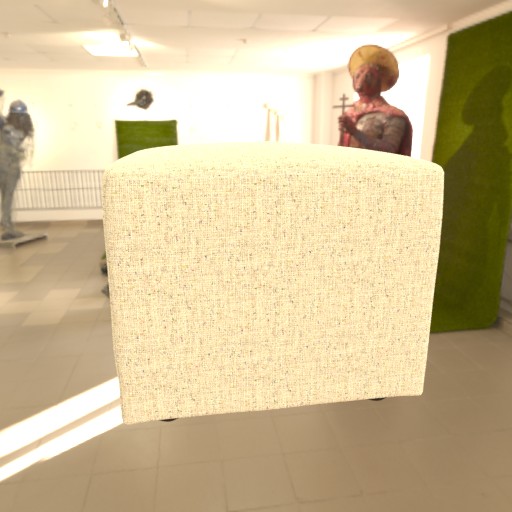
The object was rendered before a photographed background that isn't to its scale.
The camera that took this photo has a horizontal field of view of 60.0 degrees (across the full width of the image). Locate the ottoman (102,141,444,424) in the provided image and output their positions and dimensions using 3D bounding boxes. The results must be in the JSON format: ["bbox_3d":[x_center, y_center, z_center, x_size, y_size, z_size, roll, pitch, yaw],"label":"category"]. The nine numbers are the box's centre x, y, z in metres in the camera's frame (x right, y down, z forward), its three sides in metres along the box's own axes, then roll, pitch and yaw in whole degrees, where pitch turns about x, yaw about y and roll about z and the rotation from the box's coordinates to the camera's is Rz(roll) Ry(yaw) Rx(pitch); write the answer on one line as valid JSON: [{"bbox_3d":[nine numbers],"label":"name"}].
[{"bbox_3d":[0.000,0.000,0.912,0.512,0.453,0.521,-3,16,-9],"label":"ottoman"}]
